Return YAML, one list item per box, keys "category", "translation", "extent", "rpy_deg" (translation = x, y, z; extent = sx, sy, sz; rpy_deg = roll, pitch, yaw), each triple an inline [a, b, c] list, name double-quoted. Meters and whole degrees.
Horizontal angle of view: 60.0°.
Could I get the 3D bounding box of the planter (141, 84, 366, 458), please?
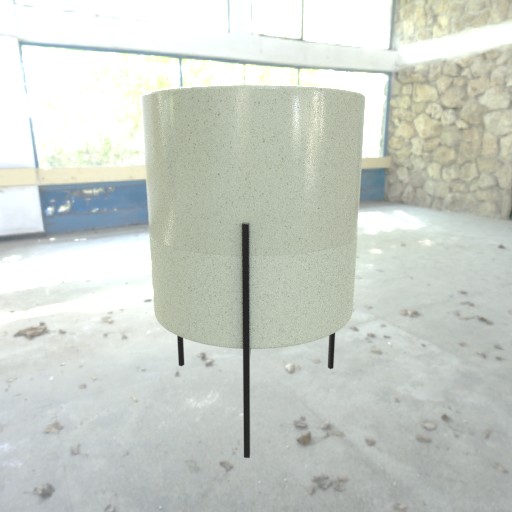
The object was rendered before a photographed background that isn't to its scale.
- category: "planter"
  translation: [0.000, 0.000, 0.699]
  extent: [0.323, 0.475, 0.314]
  rpy_deg: [-8, 17, -26]
